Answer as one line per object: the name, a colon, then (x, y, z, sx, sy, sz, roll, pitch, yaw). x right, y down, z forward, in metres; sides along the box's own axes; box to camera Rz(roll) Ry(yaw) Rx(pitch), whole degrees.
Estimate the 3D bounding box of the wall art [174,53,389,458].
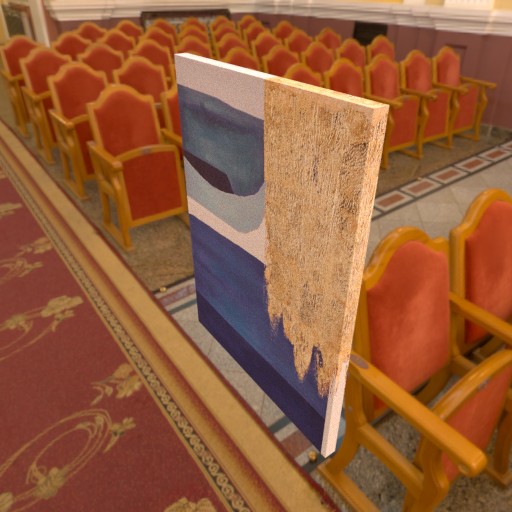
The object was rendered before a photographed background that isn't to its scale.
wall art: (0.000, 0.000, 0.793, 0.026, 0.613, 0.458, -21, 38, -30)
